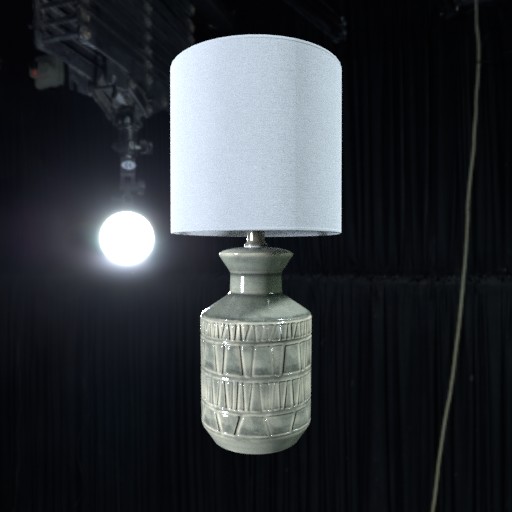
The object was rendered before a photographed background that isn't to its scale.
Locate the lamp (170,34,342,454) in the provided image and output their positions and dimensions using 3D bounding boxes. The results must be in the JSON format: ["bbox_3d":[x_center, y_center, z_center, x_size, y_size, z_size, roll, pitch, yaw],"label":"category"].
[{"bbox_3d":[0.000,0.000,0.560,0.211,0.455,0.211,0,1,18],"label":"lamp"}]
